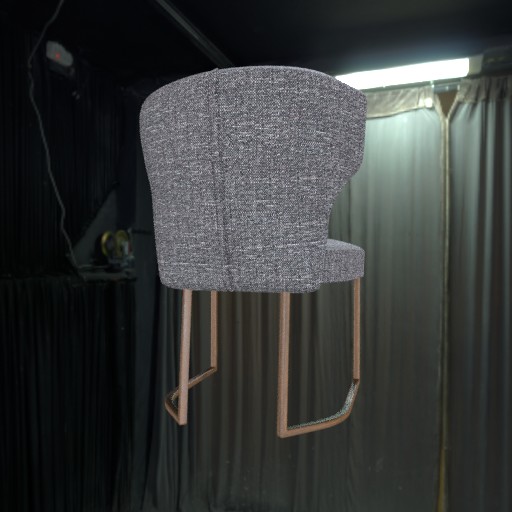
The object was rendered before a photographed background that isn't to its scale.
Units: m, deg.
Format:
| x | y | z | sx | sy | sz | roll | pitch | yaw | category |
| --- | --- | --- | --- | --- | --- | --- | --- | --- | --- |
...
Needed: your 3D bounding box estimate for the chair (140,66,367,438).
| x | y | z | sx | sy | sz | roll | pitch | yaw | category |
| --- | --- | --- | --- | --- | --- | --- | --- | --- | --- |
| 0.000 | 0.000 | 1.234 | 0.611 | 0.824 | 0.617 | 0 | 0 | 18 | chair |
